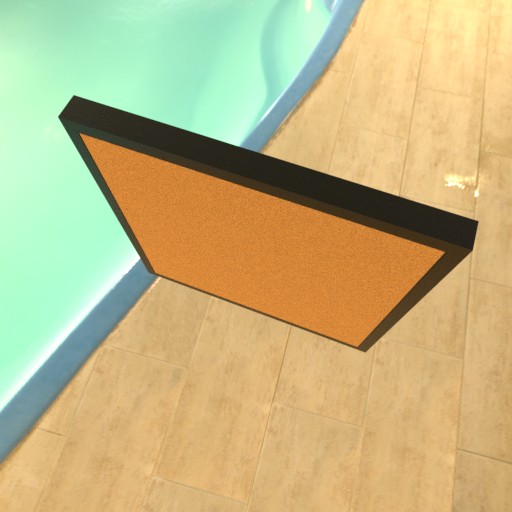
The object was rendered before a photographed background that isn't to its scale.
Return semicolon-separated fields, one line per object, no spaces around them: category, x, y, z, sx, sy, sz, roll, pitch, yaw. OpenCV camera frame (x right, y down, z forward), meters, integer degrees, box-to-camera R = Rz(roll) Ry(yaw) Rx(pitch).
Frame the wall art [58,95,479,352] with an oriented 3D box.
wall art;0.000;0.000;0.744;0.506;0.506;0.038;19;67;8
